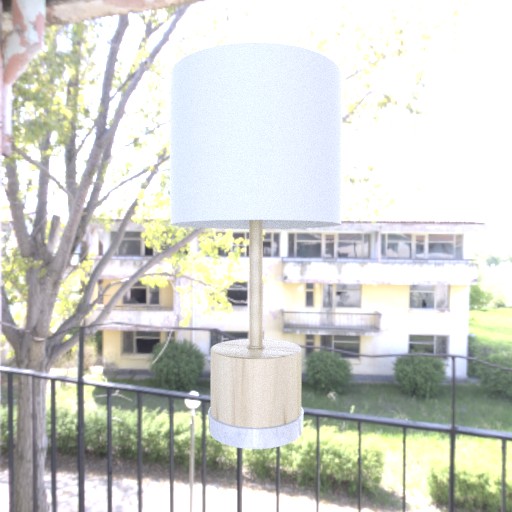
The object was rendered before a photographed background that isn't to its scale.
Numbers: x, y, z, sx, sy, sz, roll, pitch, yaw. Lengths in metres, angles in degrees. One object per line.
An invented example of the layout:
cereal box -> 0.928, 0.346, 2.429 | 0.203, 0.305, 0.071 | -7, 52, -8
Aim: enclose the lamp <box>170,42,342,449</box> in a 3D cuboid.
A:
lamp -> 0.000, 0.000, 0.600 | 0.229, 0.470, 0.229 | 0, 1, 18
